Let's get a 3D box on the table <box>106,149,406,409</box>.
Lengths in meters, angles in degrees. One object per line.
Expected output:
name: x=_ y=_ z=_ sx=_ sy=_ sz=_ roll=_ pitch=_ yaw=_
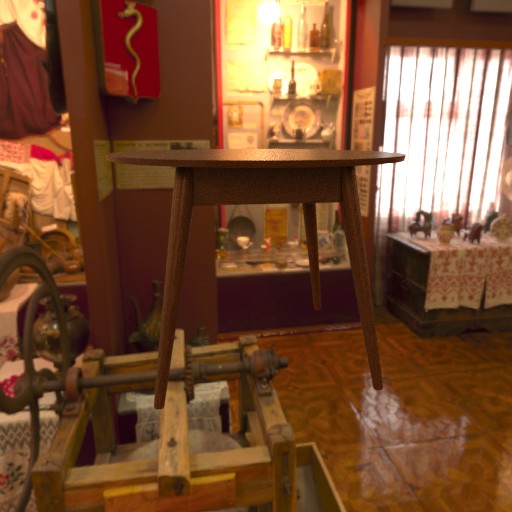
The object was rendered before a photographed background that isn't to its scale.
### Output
table: x=0.000 y=0.000 z=1.734 sx=1.053 sy=0.786 sz=1.053 roll=0 pitch=15 yaw=0
